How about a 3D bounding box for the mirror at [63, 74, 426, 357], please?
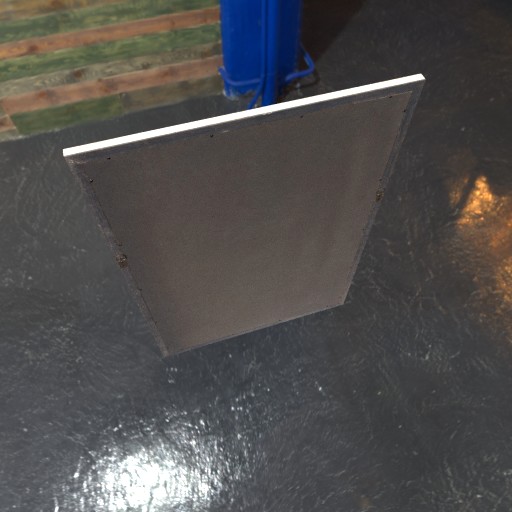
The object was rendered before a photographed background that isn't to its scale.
[{"bbox_3d":[0.000,0.000,1.248,0.705,0.996,0.025,-15,58,-9],"label":"mirror"}]
